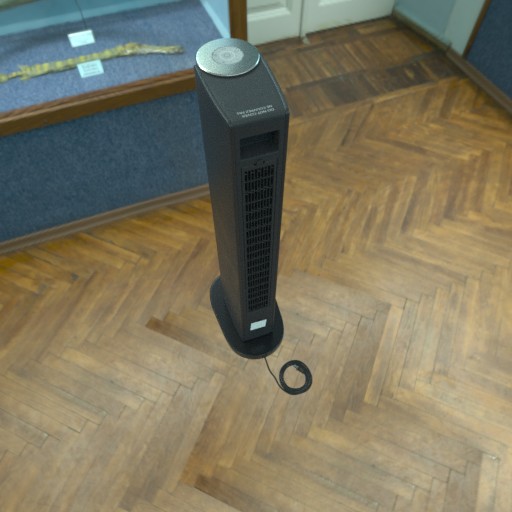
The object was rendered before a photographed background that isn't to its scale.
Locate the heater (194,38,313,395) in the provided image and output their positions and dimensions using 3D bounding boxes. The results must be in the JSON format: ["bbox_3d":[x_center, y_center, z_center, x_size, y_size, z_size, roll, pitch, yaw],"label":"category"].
[{"bbox_3d":[0.000,0.000,1.036,0.214,0.856,0.458,-16,58,-11],"label":"heater"}]
